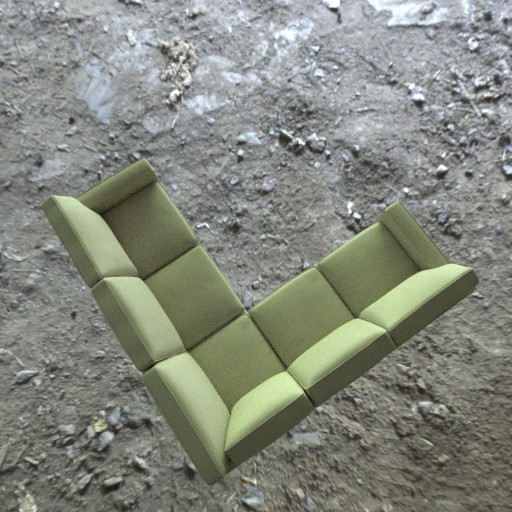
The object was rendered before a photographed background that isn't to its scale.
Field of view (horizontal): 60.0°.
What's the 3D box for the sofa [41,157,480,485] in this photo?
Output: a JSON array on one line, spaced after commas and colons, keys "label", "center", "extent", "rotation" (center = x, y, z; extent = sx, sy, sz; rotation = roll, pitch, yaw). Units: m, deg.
[{"label": "sofa", "center": [0.000, 0.000, 3.307], "extent": [2.182, 0.939, 2.189], "rotation": [-34, 79, -8]}]
